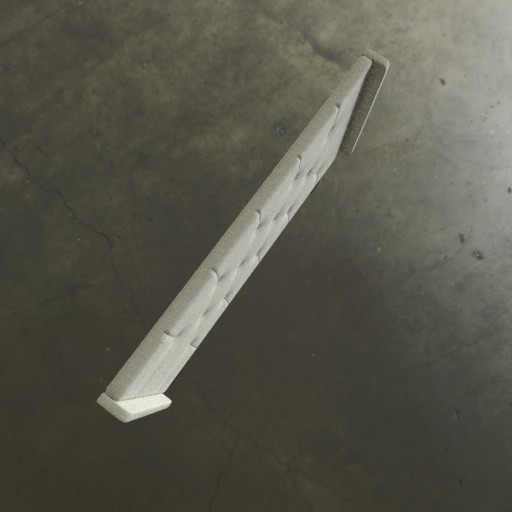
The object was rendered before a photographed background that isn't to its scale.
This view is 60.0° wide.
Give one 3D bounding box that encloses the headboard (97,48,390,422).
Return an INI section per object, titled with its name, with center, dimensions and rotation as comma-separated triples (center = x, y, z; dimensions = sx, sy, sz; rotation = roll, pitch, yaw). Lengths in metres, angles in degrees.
[headboard]
center = 0.000, 0.000, 2.703
dimensions = 0.184, 1.524, 2.051
rotation = 34, 78, 9
